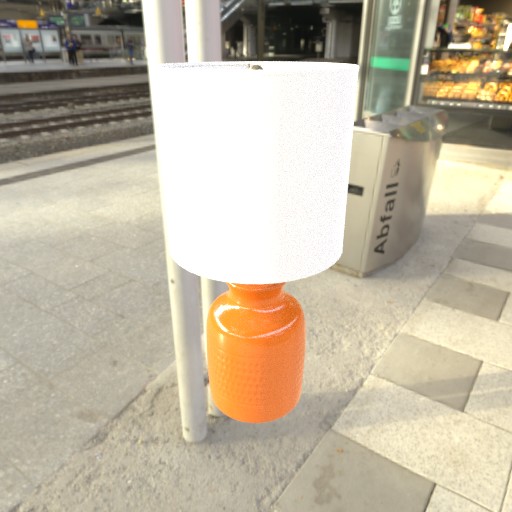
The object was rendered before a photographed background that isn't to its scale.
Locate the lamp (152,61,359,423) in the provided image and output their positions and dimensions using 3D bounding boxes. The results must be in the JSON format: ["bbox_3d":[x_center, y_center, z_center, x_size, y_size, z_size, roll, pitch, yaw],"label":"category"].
[{"bbox_3d":[0.000,0.000,1.100,0.418,0.871,0.418,16,30,30],"label":"lamp"}]
